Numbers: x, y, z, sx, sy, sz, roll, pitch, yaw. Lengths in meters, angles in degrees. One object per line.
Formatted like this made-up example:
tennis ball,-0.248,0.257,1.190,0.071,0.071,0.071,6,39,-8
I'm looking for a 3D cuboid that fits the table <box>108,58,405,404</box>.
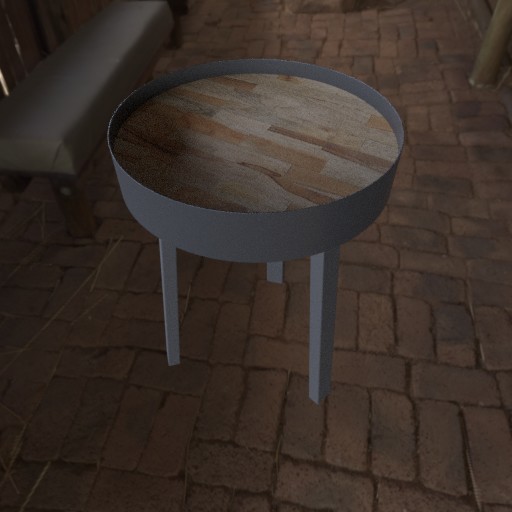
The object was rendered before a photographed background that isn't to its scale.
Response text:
table,0.000,0.000,0.824,0.406,0.559,0.406,0,46,0
